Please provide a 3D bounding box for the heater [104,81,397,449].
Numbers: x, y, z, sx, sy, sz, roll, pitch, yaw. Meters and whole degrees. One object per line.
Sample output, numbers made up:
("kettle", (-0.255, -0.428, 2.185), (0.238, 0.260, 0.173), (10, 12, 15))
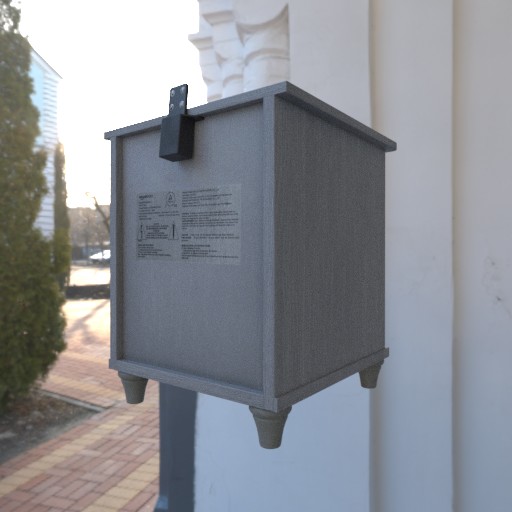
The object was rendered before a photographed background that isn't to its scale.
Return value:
("heater", (0.000, 0.000, 0.768), (0.362, 0.481, 0.400), (0, 0, 37))
